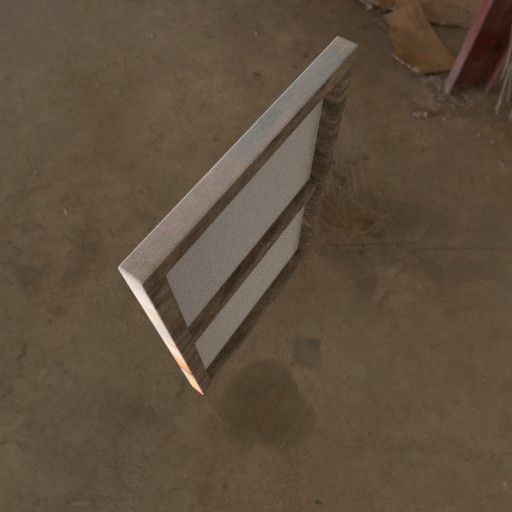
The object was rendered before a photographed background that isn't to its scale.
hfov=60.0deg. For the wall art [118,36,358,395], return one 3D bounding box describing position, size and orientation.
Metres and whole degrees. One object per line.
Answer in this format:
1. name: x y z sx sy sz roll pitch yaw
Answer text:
1. wall art: 0.000 0.000 0.798 0.035 0.605 0.443 32 67 16
